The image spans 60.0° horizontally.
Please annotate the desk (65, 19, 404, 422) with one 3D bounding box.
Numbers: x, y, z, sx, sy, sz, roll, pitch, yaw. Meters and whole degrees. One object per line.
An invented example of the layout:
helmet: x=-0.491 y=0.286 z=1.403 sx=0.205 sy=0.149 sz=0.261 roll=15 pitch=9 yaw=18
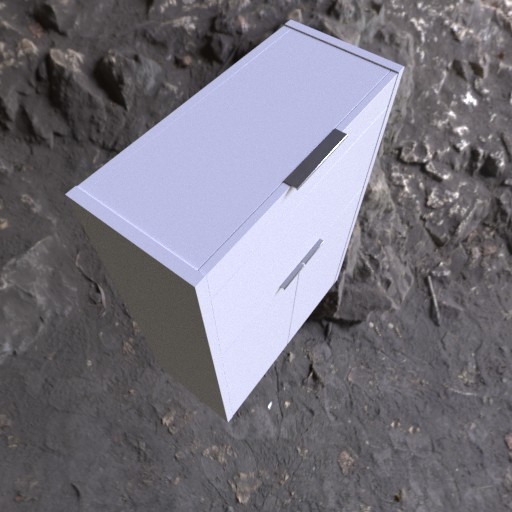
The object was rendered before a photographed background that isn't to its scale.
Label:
desk: x=0.000 y=0.000 z=1.577 sx=0.390 sy=1.190 sz=0.850 roll=33 pitch=63 yaw=19
